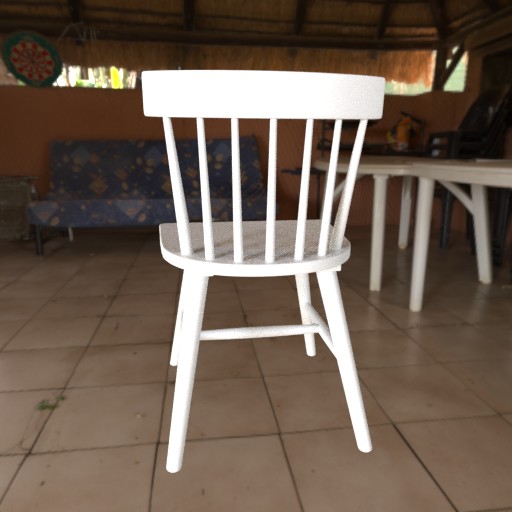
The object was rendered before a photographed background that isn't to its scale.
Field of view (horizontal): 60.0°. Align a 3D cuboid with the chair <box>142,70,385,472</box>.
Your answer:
[{"bbox_3d":[0.000,0.000,1.088,0.483,0.787,0.500,-2,13,-8],"label":"chair"}]
